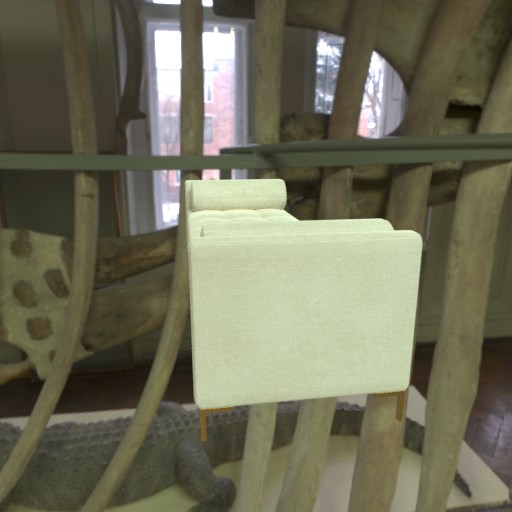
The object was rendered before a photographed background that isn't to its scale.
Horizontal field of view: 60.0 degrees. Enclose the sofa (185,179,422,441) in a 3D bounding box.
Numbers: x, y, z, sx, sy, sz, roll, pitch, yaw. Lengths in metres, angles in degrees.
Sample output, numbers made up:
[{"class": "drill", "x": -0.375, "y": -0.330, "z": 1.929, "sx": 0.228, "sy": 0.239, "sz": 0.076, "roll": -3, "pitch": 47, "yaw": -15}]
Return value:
[{"class": "sofa", "x": 0.000, "y": 0.000, "z": 2.260, "sx": 0.686, "sy": 0.635, "sz": 1.981, "roll": -2, "pitch": 15, "yaw": -9}]
